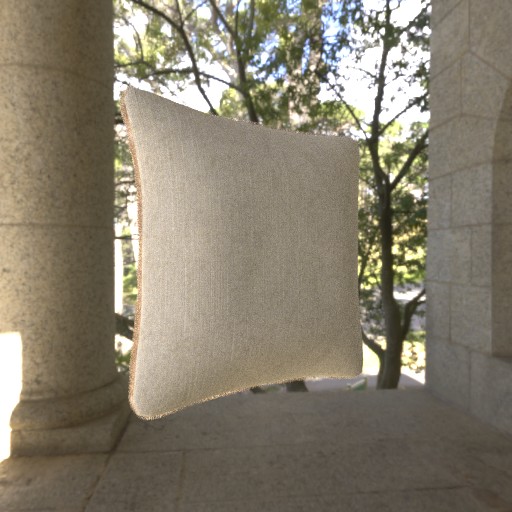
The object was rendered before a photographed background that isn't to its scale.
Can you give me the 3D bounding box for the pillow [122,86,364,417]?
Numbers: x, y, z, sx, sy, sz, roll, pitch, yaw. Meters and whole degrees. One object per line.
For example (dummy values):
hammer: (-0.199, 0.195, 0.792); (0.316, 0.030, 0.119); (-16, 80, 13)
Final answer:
pillow: (0.000, 0.000, 0.840); (0.538, 0.525, 0.216); (0, 0, -36)
